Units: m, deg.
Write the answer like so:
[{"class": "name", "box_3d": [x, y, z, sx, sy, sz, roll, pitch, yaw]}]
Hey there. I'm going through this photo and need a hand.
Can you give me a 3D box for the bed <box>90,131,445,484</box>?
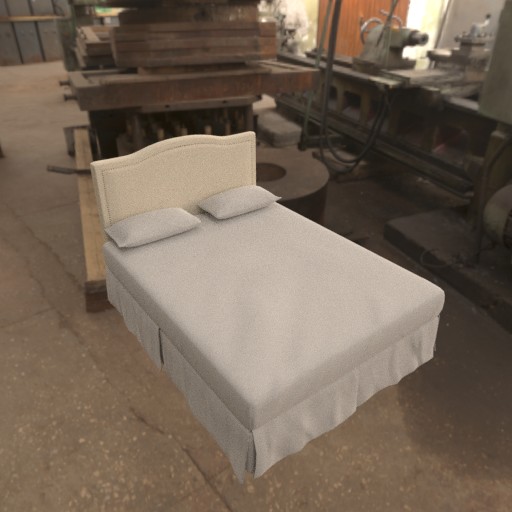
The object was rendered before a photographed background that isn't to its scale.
[{"class": "bed", "box_3d": [0.000, 0.000, 3.659, 1.977, 1.437, 2.477, -21, 36, -31]}]
